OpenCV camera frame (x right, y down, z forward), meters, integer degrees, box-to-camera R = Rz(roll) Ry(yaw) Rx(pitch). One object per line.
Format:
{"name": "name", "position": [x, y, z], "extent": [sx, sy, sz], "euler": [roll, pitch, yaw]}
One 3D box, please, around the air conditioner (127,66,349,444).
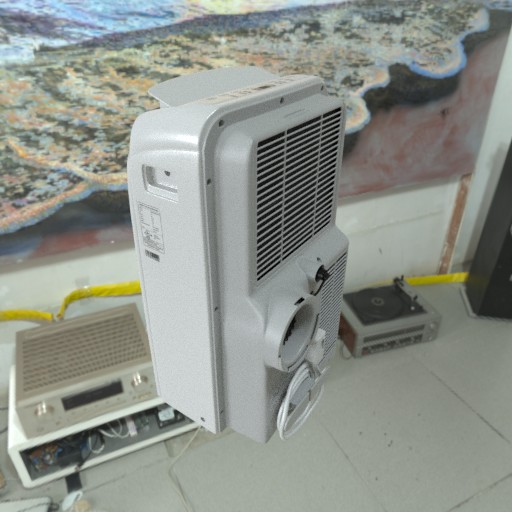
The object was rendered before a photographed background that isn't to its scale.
{"name": "air conditioner", "position": [0.000, 0.000, 1.046], "extent": [0.414, 0.786, 0.449], "euler": [20, 37, 29]}
